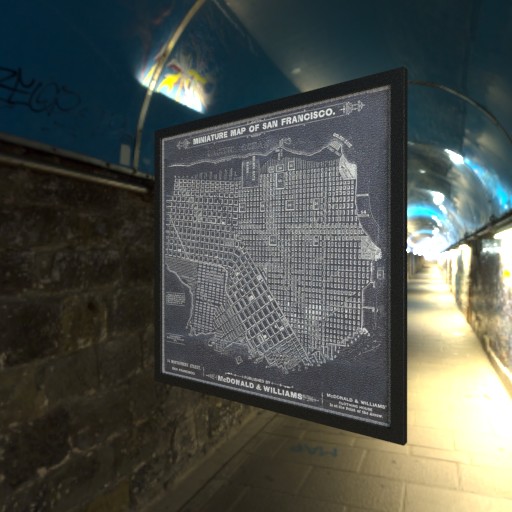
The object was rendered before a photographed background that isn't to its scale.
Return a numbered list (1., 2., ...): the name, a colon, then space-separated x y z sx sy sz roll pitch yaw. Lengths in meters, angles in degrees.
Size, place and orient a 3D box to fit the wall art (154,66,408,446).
1. wall art: 0.000 0.000 1.195 0.807 0.807 0.022 0 0 37
